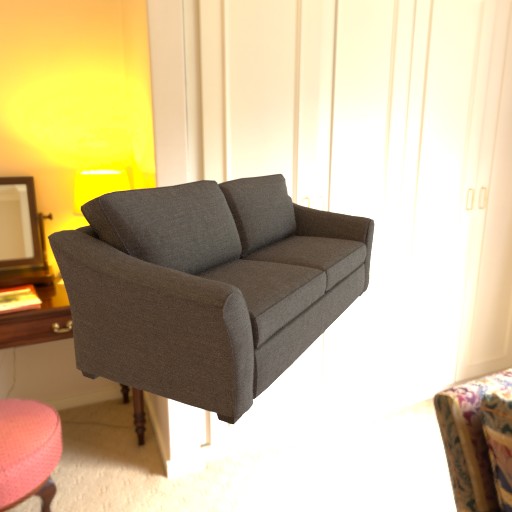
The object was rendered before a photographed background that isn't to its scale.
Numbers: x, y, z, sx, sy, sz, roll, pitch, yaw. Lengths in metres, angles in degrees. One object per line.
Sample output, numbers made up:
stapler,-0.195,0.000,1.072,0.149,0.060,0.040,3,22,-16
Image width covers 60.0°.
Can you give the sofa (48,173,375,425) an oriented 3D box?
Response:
sofa,0.000,0.000,2.805,0.971,0.950,2.270,7,15,28
